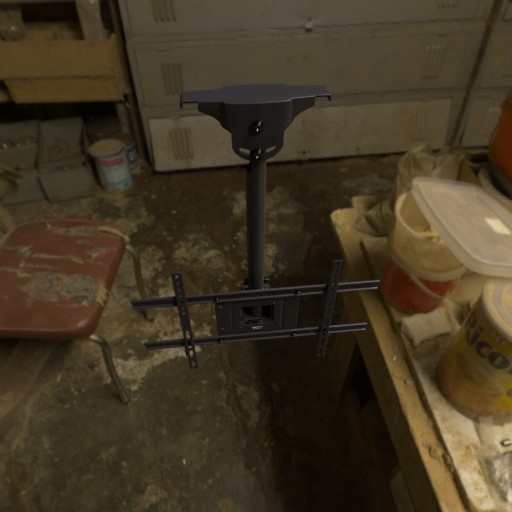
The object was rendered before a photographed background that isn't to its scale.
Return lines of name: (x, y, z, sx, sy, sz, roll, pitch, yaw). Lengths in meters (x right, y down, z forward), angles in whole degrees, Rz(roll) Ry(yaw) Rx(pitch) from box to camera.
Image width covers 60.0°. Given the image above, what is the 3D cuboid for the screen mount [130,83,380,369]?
screen mount: (0.000, 0.000, 1.023, 0.595, 0.775, 0.090, -4, 45, -4)
